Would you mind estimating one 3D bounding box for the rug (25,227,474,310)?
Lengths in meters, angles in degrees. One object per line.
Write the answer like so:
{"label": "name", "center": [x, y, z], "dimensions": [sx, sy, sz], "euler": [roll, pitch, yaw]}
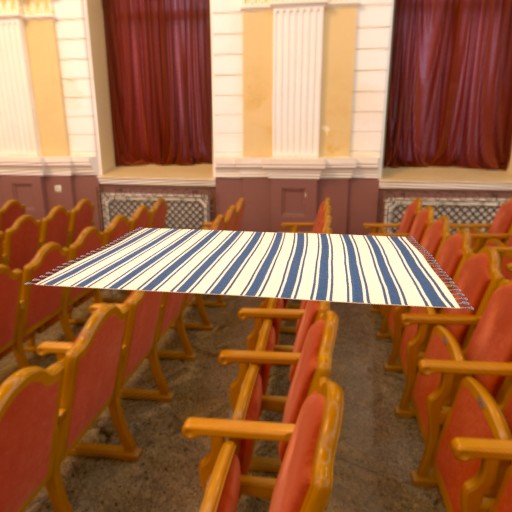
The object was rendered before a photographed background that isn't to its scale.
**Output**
{"label": "rug", "center": [0.000, 0.000, 2.950], "dimensions": [2.315, 0.010, 1.544], "euler": [2, 15, 9]}
